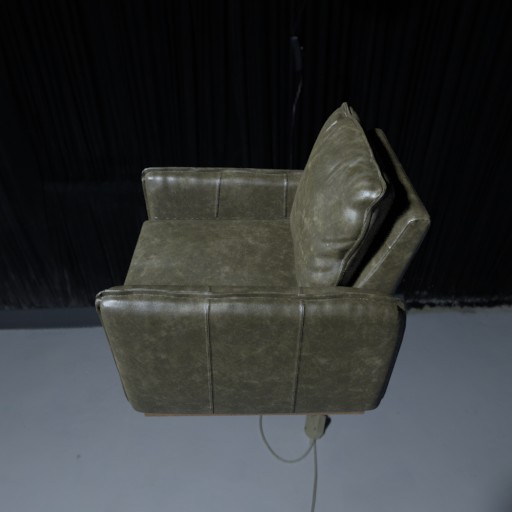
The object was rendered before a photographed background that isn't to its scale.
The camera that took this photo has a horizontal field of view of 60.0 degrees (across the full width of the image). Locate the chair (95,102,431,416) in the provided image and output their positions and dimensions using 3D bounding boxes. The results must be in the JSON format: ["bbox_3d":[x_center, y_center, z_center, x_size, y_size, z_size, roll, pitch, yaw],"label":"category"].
[{"bbox_3d":[0.000,0.000,1.591,0.921,0.921,0.830,0,40,-1],"label":"chair"}]
